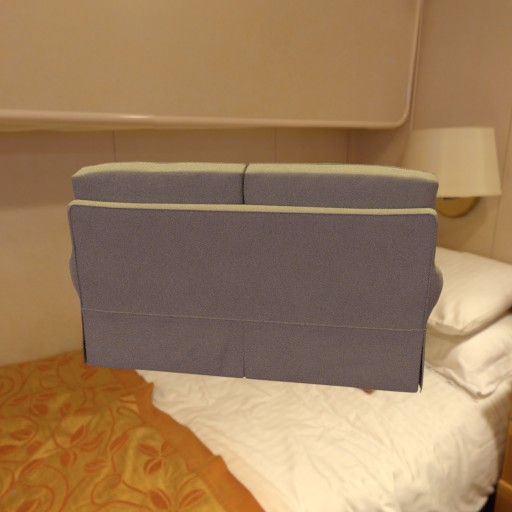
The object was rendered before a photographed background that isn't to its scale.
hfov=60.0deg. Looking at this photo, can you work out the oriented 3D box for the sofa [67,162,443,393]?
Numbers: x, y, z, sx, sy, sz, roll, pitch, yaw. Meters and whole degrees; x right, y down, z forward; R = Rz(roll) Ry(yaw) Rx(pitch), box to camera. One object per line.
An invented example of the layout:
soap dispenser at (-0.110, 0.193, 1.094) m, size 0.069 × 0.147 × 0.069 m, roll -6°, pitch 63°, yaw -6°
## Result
sofa at (0.000, 0.000, 2.411) m, size 1.823 × 1.024 × 0.841 m, roll 2°, pitch 15°, yaw 9°
